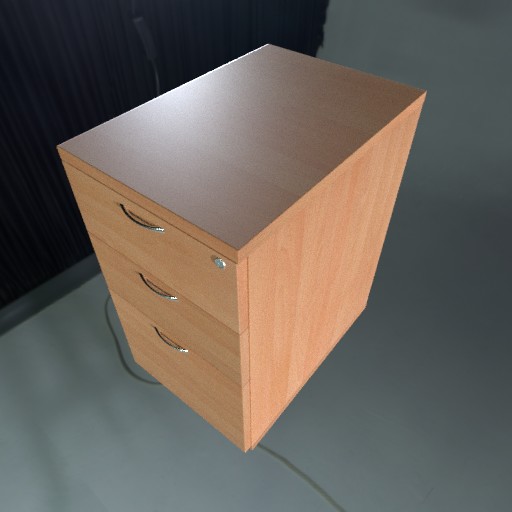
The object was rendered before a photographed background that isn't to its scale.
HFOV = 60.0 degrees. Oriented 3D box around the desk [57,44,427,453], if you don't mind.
[{"bbox_3d":[0.000,0.000,1.079,0.404,0.730,0.600,30,52,26],"label":"desk"}]
